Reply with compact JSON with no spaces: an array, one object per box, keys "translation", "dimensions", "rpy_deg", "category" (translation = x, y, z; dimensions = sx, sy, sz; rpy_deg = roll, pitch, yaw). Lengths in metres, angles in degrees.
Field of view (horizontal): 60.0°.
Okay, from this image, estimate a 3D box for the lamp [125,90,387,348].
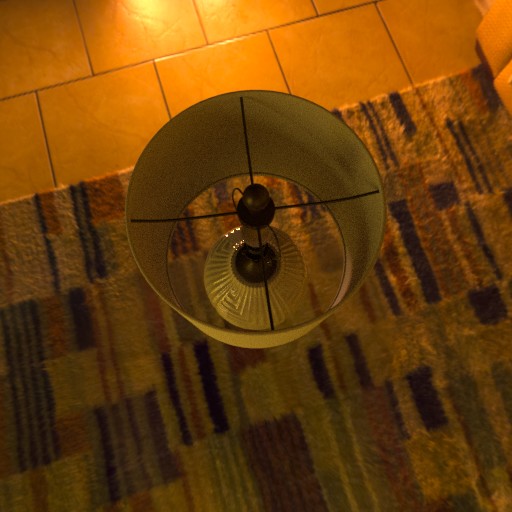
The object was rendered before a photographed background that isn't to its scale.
[{"translation":[0.000,0.000,0.778],"dimensions":[0.318,0.567,0.318],"rpy_deg":[0,75,0],"category":"lamp"}]
